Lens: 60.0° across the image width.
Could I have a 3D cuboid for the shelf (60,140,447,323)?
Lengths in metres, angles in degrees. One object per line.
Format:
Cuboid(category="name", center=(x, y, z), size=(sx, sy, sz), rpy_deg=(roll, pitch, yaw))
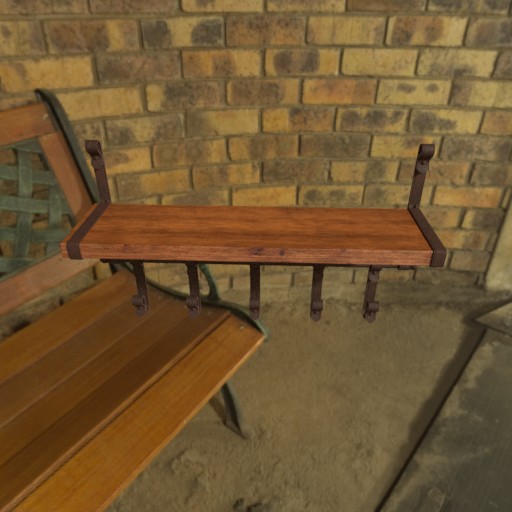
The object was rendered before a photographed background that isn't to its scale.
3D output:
Cuboid(category="shelf", center=(0.000, 0.000, 0.707), size=(0.567, 0.330, 0.146), rpy_deg=(1, 31, 2))
